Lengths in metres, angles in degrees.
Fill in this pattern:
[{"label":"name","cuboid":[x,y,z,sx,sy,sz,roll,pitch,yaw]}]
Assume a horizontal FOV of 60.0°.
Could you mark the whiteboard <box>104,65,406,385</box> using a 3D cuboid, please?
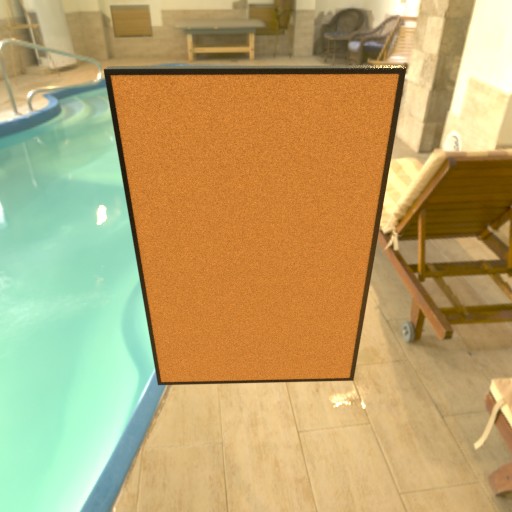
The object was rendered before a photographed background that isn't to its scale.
[{"label":"whiteboard","cuboid":[0.000,0.000,0.767,0.406,0.611,0.026,-1,32,-1]}]
